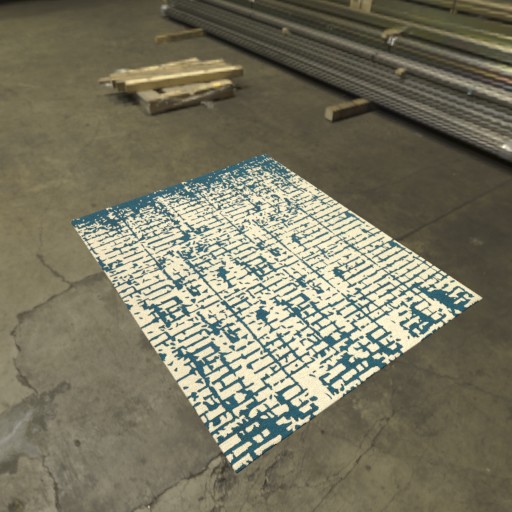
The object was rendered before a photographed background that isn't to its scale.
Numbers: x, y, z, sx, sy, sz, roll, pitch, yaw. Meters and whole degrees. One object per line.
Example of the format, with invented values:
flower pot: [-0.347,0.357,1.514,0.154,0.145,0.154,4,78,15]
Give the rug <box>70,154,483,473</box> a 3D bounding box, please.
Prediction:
rug: [0.000,0.000,4.030,2.416,0.014,3.017,-25,47,-26]
